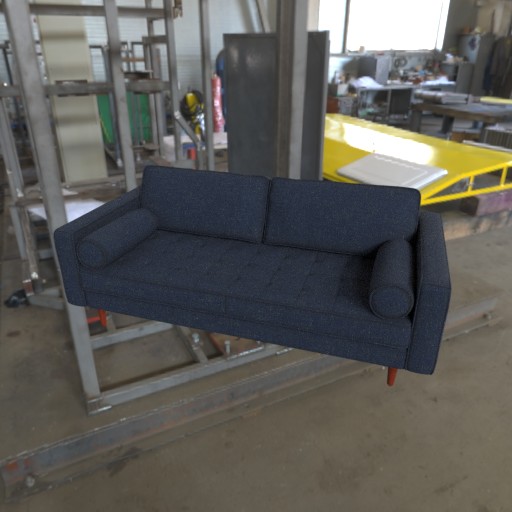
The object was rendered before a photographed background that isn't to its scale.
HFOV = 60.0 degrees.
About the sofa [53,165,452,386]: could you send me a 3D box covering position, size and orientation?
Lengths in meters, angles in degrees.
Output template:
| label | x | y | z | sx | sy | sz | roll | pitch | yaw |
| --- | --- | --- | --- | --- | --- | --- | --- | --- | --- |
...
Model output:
| label | x | y | z | sx | sy | sz | roll | pitch | yaw |
| --- | --- | --- | --- | --- | --- | --- | --- | --- | --- |
| sofa | 0.000 | 0.000 | 2.408 | 1.880 | 0.762 | 0.914 | 8 | 27 | 16 |
